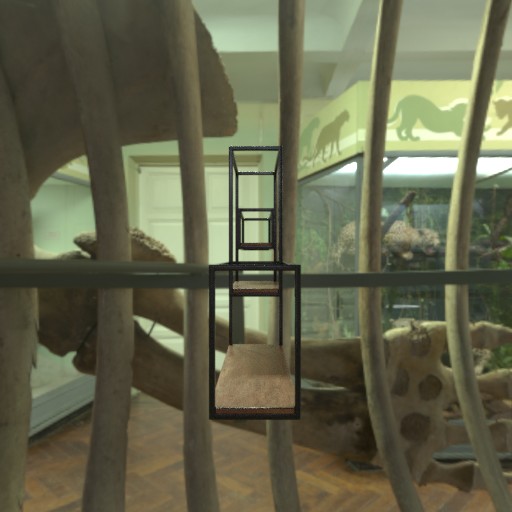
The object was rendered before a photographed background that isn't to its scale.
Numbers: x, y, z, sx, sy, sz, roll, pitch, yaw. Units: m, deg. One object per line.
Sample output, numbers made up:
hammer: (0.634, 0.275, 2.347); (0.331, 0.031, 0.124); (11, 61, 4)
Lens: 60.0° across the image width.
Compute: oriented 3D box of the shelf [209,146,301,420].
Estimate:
shelf: (0.000, 0.000, 2.202); (0.275, 0.972, 1.781); (0, 0, 0)
